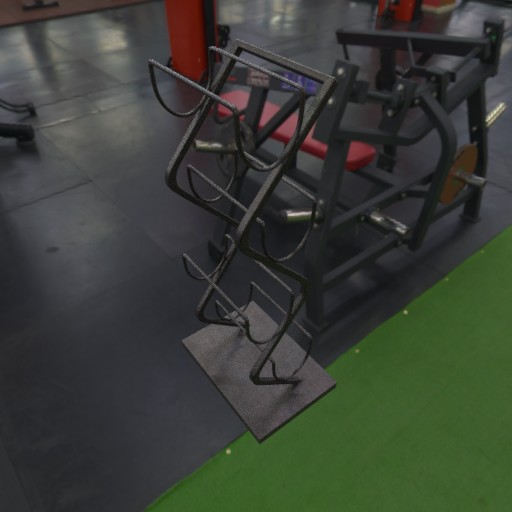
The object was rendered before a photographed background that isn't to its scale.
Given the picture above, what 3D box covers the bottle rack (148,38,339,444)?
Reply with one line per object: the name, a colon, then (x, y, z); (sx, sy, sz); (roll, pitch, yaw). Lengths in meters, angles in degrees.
bottle rack: (0.000, 0.000, 0.665); (0.178, 0.559, 0.254); (-27, 48, -27)
